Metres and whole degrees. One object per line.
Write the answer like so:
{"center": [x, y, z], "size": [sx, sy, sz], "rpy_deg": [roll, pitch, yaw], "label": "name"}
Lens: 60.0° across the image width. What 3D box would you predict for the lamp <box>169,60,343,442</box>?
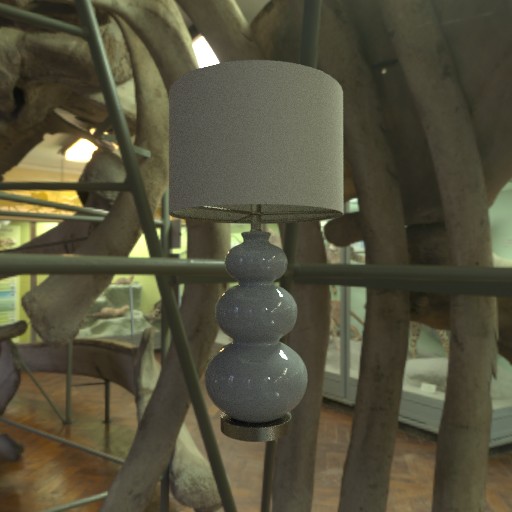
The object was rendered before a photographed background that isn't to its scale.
{"center": [0.000, 0.000, 0.947], "size": [0.367, 0.730, 0.367], "rpy_deg": [1, -1, -35], "label": "lamp"}
